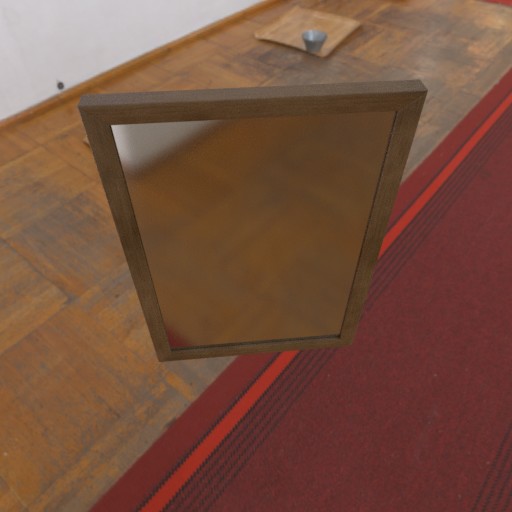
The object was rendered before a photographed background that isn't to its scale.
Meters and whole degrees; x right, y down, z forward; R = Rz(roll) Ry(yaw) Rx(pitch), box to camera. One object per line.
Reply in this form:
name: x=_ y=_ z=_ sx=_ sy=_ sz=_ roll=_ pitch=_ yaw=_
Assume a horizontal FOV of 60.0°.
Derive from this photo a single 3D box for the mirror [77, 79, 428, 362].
mirror: x=0.000 y=0.000 z=0.911 sx=0.507 sy=0.710 sz=0.040 roll=-4 pitch=47 yaw=-4
